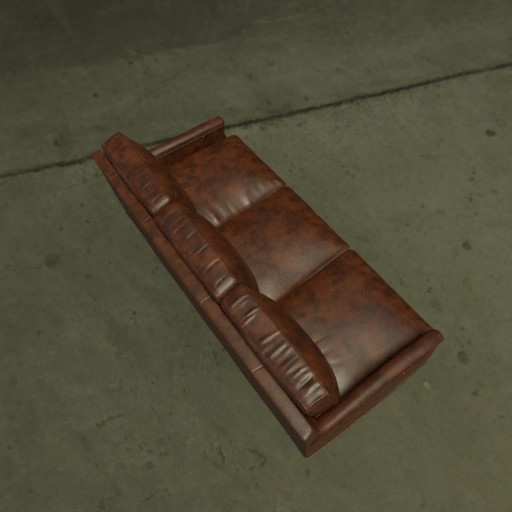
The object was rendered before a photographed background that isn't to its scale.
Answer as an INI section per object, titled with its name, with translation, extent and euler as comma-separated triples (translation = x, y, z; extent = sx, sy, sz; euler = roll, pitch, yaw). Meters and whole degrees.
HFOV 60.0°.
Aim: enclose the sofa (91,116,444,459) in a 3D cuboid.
[sofa]
translation = 0.000, 0.000, 2.843
extent = 1.084, 1.003, 2.240
euler = -32, 63, -18
